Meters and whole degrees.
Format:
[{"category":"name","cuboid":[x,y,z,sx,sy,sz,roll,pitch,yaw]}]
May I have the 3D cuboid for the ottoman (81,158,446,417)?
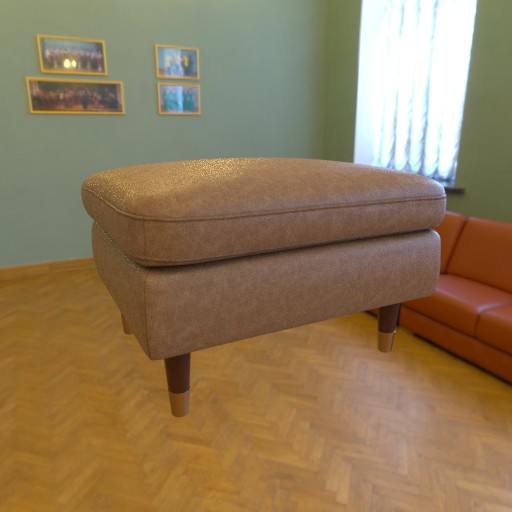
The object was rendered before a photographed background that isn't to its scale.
[{"category":"ottoman","cuboid":[0.000,0.000,1.124,0.747,0.478,0.593,-9,18,-27]}]
